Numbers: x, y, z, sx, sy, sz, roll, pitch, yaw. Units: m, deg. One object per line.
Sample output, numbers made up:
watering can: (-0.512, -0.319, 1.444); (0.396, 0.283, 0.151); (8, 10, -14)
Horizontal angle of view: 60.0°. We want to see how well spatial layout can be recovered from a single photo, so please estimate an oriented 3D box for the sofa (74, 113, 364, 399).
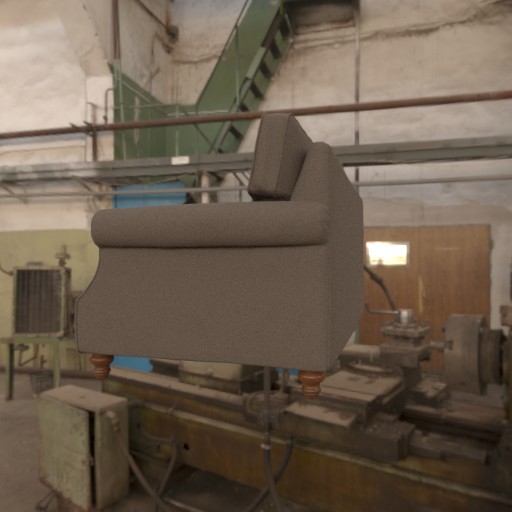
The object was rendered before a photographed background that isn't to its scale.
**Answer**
sofa: (0.000, 0.000, 2.218); (0.964, 0.937, 1.665); (0, 0, 17)
